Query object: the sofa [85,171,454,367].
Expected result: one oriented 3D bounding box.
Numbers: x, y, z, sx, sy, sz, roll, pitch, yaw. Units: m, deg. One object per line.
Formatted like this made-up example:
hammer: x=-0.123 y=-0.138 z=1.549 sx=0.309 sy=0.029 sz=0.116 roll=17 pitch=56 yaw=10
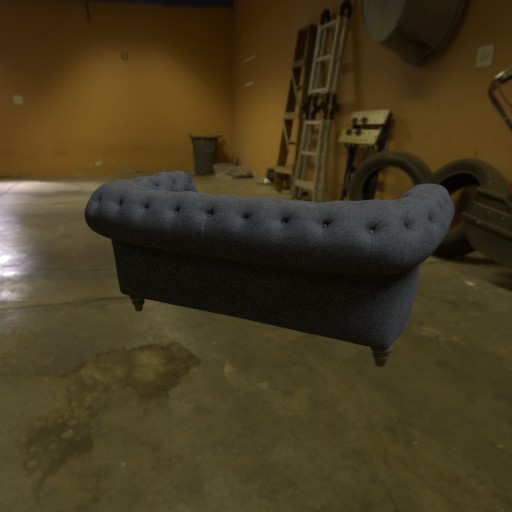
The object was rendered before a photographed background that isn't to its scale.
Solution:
sofa: x=0.000 y=0.000 z=2.548 sx=1.988 sy=0.833 sz=1.082 roll=8 pitch=18 yaw=26
